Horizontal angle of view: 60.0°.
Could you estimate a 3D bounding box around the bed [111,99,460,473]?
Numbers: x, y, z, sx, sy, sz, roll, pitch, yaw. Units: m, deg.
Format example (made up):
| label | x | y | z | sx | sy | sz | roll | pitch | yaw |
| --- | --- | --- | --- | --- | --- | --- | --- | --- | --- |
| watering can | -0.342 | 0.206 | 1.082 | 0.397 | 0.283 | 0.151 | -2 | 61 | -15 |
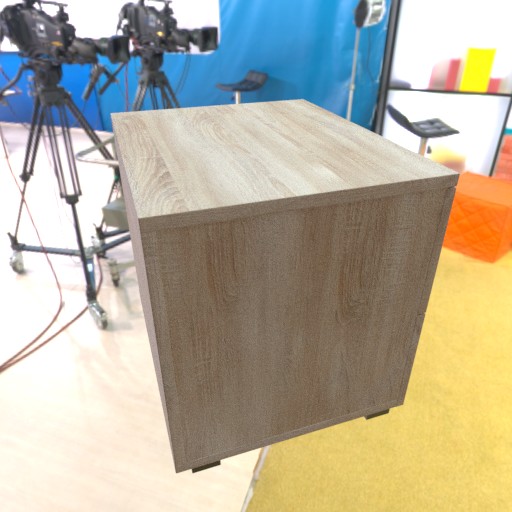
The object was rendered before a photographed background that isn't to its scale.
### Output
| label | x | y | z | sx | sy | sz | roll | pitch | yaw |
| --- | --- | --- | --- | --- | --- | --- | --- | --- | --- |
| bed | 0.000 | 0.000 | 0.779 | 0.401 | 0.420 | 0.460 | -10 | 32 | -16 |
